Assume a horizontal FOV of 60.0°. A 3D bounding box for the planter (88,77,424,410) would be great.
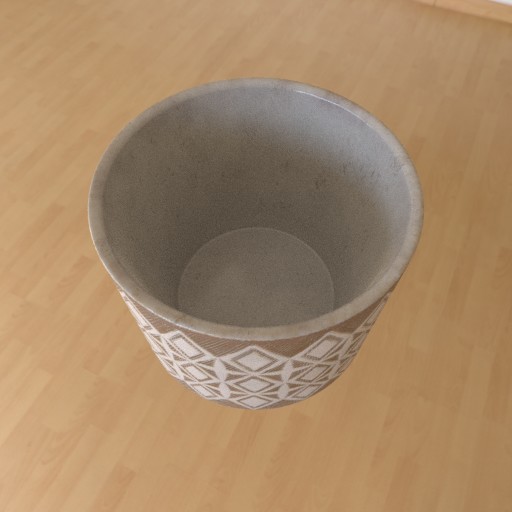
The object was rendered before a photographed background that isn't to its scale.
[{"bbox_3d":[0.000,0.000,0.328,0.193,0.165,0.193,0,58,0],"label":"planter"}]
